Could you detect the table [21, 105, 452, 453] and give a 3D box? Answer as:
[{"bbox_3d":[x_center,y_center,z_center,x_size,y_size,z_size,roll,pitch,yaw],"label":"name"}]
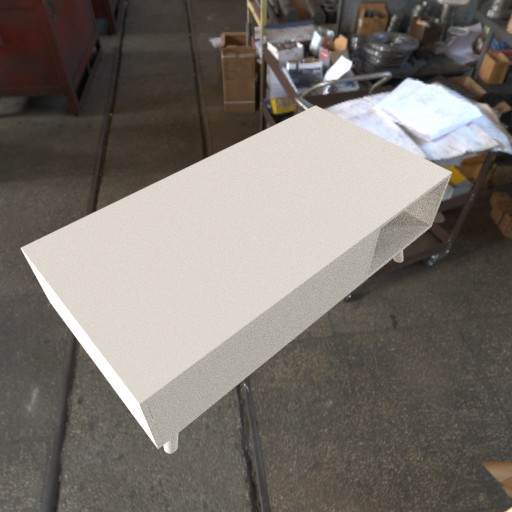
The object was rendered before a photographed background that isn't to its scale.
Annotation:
[{"bbox_3d":[0.000,0.000,1.494,1.194,0.432,0.609,-33,55,-28],"label":"table"}]
